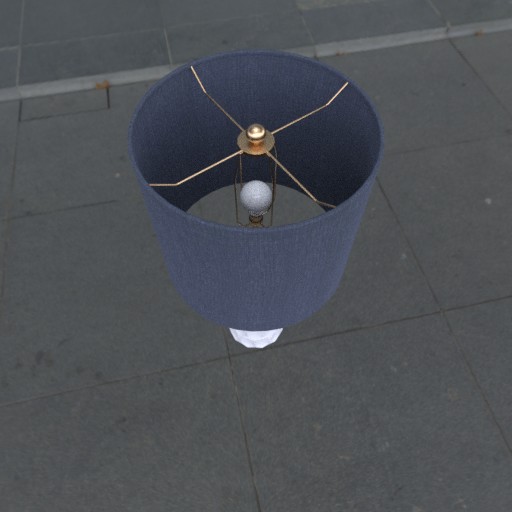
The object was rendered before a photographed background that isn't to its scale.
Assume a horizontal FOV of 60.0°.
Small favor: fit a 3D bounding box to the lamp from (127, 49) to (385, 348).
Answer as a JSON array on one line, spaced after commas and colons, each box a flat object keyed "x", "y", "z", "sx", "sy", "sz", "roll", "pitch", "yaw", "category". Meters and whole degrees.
[{"x": 0.000, "y": 0.000, "z": 0.709, "sx": 0.277, "sy": 0.537, "sz": 0.277, "roll": 2, "pitch": 58, "yaw": 1, "category": "lamp"}]
